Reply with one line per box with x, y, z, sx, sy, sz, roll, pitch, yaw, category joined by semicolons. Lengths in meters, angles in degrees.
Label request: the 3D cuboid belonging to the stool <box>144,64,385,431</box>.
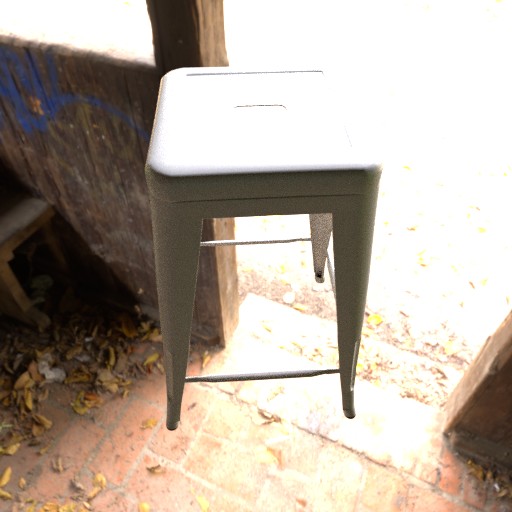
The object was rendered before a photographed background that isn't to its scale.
0.000;0.000;0.857;0.406;0.610;0.406;-3;46;-3;stool
